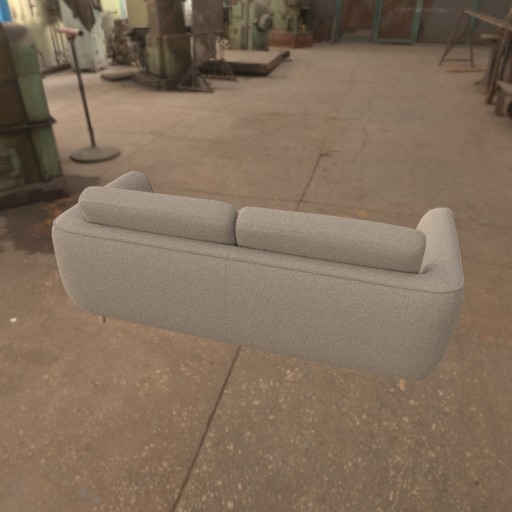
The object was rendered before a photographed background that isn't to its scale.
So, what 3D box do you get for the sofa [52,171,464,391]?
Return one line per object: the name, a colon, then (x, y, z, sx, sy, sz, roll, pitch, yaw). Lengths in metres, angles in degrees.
sofa: (0.000, 0.000, 2.406, 2.000, 0.850, 0.920, 9, 33, 15)
